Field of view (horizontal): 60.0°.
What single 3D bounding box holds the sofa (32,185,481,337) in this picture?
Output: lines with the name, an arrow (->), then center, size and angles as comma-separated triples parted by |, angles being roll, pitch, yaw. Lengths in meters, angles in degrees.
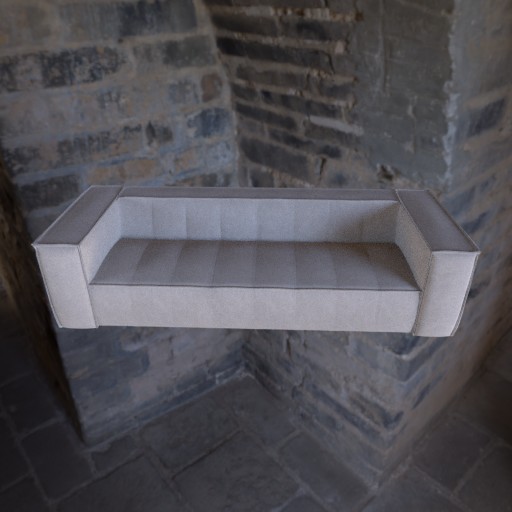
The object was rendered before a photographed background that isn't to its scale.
sofa -> 0.000, 0.000, 3.183 | 2.697, 0.680, 1.038 | 1, 30, 2
